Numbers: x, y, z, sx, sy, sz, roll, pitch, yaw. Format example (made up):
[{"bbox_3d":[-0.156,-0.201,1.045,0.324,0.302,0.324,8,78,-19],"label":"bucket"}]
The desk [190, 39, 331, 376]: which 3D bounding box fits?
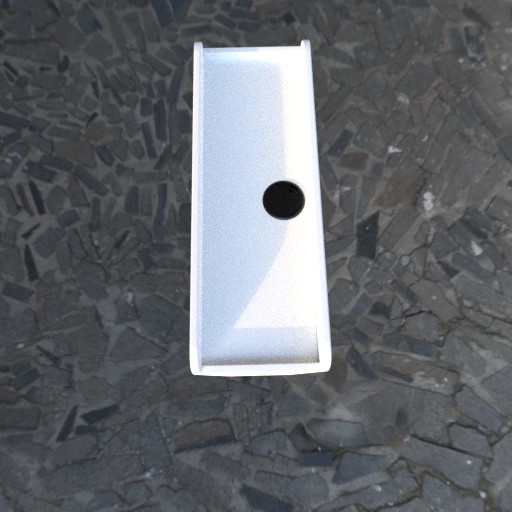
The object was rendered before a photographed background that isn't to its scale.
[{"bbox_3d":[0.000,0.000,1.536,0.278,1.190,0.795,-1,75,0],"label":"desk"}]
